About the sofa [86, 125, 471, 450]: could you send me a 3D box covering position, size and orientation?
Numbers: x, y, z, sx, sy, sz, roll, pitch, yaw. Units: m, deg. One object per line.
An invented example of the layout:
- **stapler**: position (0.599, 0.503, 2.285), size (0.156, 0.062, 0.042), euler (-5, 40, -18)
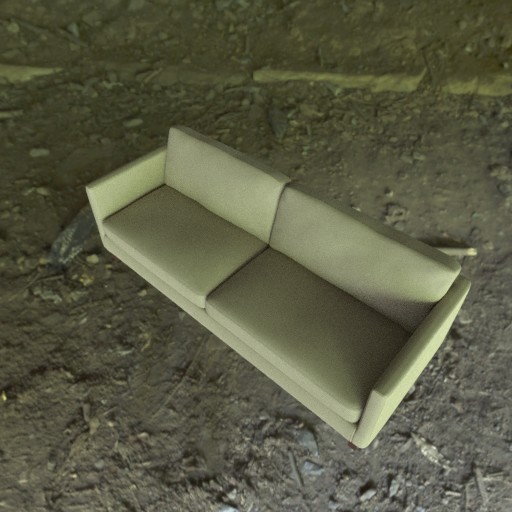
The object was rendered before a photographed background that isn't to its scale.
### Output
- **sofa**: position (0.000, 0.000, 2.936), size (2.404, 0.912, 0.988), euler (32, 53, 28)
